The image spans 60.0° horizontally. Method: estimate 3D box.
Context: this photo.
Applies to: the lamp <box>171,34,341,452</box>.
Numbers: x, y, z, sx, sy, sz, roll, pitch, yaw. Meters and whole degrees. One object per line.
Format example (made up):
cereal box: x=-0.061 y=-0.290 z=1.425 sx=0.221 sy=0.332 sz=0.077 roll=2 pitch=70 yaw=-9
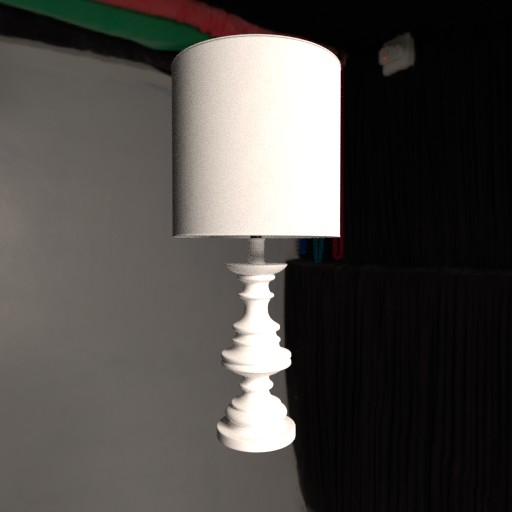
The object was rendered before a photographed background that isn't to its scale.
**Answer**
lamp: x=0.000 y=0.000 z=0.560 sx=0.208 sy=0.455 sz=0.208 roll=-1 pitch=2 yaw=-36
